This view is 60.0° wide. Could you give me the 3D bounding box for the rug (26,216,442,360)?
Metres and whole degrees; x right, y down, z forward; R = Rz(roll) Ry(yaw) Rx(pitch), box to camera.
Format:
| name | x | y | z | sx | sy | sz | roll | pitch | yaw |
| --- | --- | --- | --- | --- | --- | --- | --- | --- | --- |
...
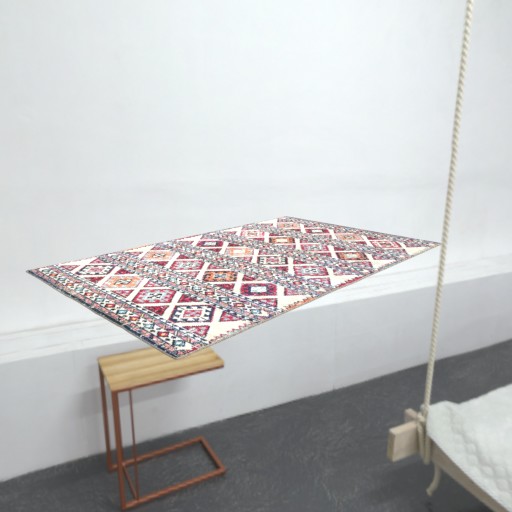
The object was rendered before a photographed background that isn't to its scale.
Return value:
| name | x | y | z | sx | sy | sz | roll | pitch | yaw |
| --- | --- | --- | --- | --- | --- | --- | --- | --- | --- |
| rug | 0.000 | 0.000 | 3.006 | 1.545 | 0.010 | 2.440 | 15 | 22 | 42 |
